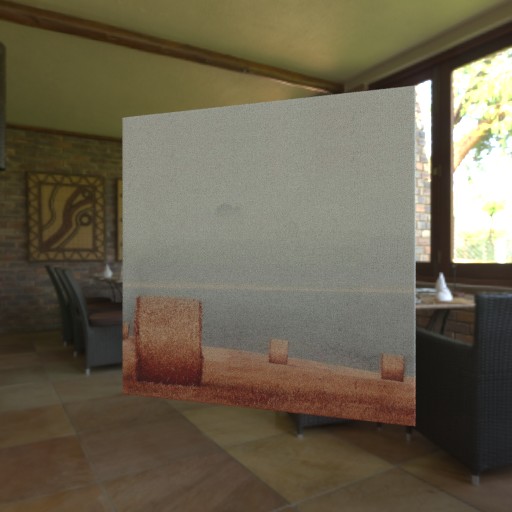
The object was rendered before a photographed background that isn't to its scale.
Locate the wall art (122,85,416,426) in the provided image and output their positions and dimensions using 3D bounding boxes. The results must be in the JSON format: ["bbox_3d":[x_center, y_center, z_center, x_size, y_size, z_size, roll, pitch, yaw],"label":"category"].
[{"bbox_3d":[0.000,0.000,0.599,0.405,0.405,0.023,0,0,18],"label":"wall art"}]
